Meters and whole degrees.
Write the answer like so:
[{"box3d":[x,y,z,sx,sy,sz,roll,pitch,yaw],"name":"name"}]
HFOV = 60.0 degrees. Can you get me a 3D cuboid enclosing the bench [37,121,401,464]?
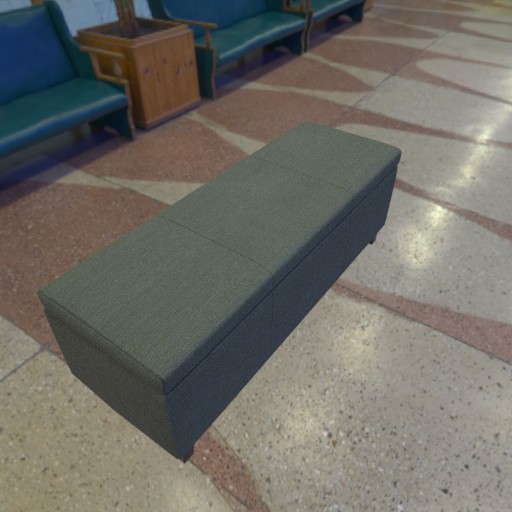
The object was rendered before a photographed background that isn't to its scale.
[{"box3d":[0.000,0.000,1.495,0.446,0.438,1.269,26,47,27],"name":"bench"}]
